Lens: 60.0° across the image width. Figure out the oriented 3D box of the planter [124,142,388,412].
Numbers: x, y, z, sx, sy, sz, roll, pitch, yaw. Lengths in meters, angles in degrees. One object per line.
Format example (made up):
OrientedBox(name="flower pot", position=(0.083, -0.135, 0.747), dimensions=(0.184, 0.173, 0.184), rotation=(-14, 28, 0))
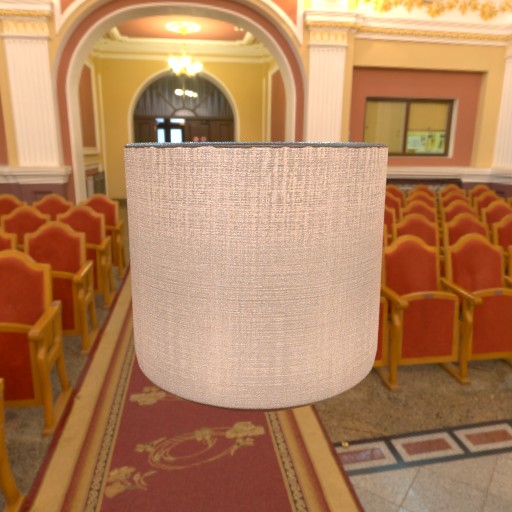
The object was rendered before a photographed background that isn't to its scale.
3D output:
OrientedBox(name="planter", position=(0.000, 0.000, 0.227), dimensions=(0.125, 0.112, 0.125), rotation=(0, 14, 0))
